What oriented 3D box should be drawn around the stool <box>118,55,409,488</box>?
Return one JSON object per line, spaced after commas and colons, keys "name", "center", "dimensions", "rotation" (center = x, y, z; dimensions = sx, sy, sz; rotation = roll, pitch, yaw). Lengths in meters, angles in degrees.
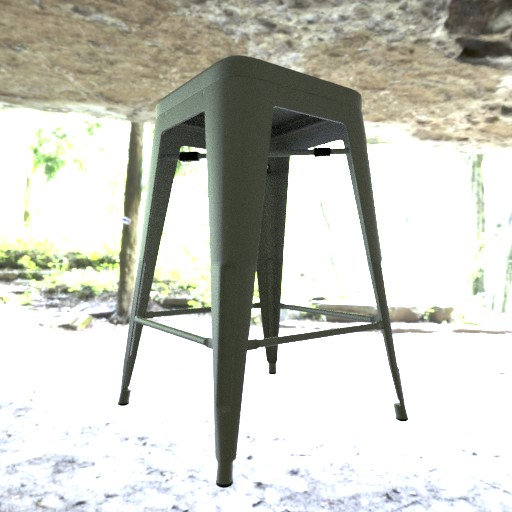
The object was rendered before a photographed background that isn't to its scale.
{"name": "stool", "center": [0.000, 0.000, 0.860], "dimensions": [0.410, 0.608, 0.410], "rotation": [0, 1, -36]}
